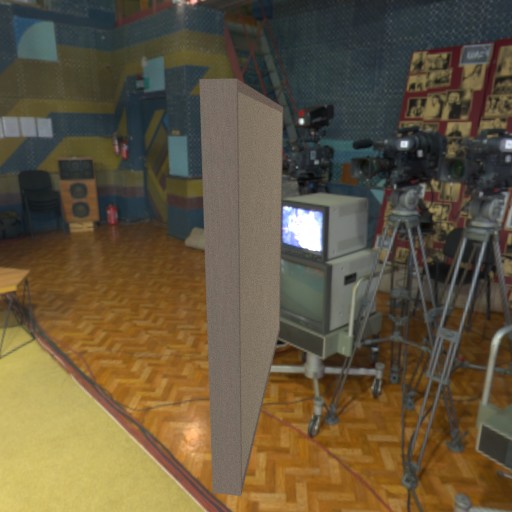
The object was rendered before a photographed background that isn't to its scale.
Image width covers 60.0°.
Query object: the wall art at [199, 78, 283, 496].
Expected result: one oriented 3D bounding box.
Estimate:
[{"bbox_3d":[0.000,0.000,0.753,0.038,0.506,0.508,2,16,8],"label":"wall art"}]
